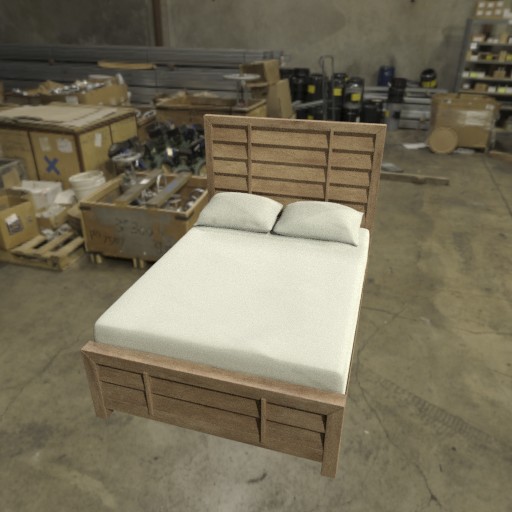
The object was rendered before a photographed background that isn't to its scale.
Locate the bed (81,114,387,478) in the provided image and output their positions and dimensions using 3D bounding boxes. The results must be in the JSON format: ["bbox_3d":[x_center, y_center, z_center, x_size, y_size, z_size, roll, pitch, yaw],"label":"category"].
[{"bbox_3d":[0.000,0.000,3.357,1.626,1.626,2.197,8,29,15],"label":"bed"}]
